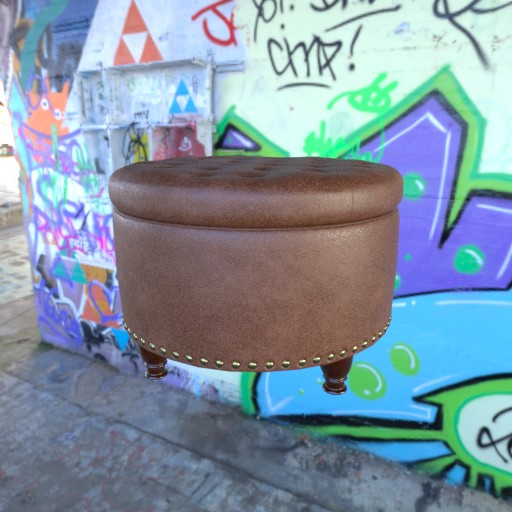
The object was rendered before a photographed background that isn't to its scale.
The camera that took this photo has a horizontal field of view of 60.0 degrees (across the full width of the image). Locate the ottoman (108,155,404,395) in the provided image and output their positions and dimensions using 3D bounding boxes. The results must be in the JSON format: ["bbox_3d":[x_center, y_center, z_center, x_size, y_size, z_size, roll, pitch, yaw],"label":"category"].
[{"bbox_3d":[0.000,0.000,1.050,0.637,0.442,0.637,0,16,0],"label":"ottoman"}]
